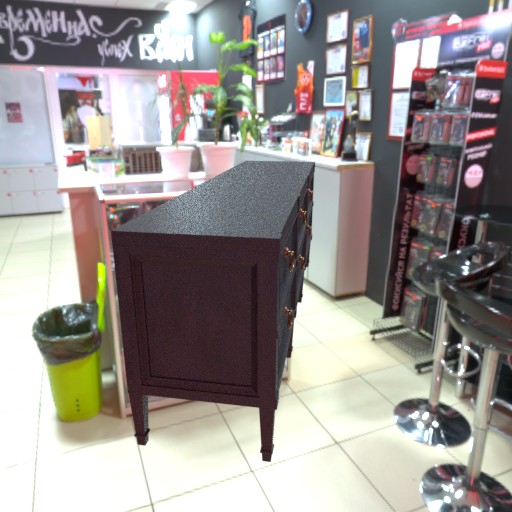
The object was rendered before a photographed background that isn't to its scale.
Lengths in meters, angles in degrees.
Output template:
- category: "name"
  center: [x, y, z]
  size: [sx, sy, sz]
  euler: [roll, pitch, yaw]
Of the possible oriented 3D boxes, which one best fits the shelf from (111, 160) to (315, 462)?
- category: "shelf"
  center: [0.000, 0.000, 2.155]
  size: [0.471, 0.715, 1.878]
  euler: [3, 18, 9]
